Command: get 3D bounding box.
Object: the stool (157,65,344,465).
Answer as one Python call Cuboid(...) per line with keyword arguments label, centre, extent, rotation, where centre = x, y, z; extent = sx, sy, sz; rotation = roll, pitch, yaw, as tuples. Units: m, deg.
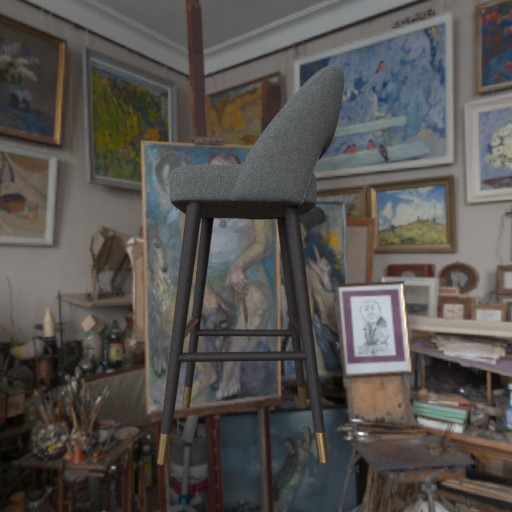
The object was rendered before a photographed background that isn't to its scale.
Cuboid(label="stool", centre=(0.000, 0.000, 1.390), extent=(0.524, 1.089, 0.536), rotation=(0, -1, -1))
